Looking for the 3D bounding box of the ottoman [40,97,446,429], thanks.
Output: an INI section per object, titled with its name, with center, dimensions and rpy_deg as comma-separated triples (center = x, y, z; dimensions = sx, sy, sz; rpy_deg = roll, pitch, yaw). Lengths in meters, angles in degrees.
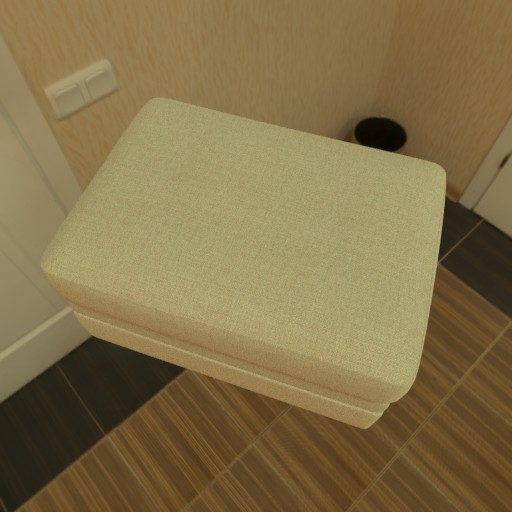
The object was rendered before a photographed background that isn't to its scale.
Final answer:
[ottoman]
center = 0.000, 0.000, 1.239
dimensions = 0.885, 0.478, 0.637
rpy_deg = 16, 60, 10
